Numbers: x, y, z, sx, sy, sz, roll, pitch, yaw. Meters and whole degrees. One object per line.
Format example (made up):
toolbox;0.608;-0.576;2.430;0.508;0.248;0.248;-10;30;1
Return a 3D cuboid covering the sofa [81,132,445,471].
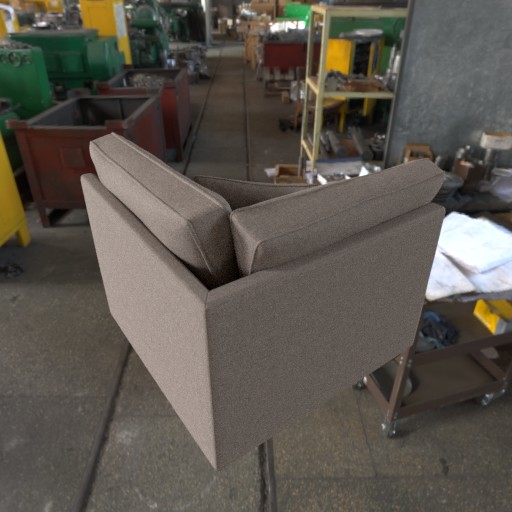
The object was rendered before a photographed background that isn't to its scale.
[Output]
sofa;0.000;0.000;1.868;1.050;0.951;1.042;-20;37;-30
